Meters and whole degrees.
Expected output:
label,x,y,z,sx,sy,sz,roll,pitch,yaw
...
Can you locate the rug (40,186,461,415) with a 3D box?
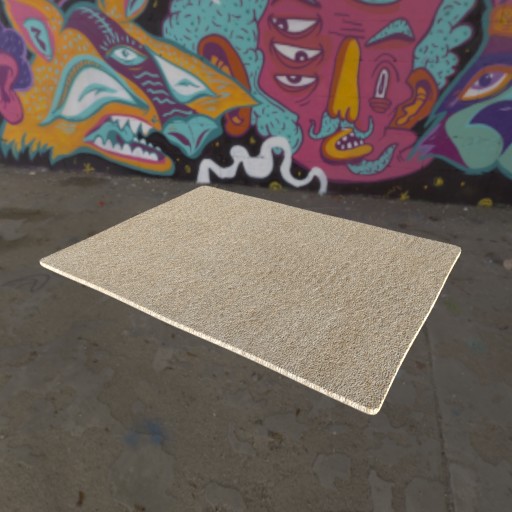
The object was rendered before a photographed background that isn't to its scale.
label,x,y,z,sx,sy,sz,roll,pitch,yaw
rug,0.000,0.000,2.085,1.600,0.027,1.200,18,33,29
